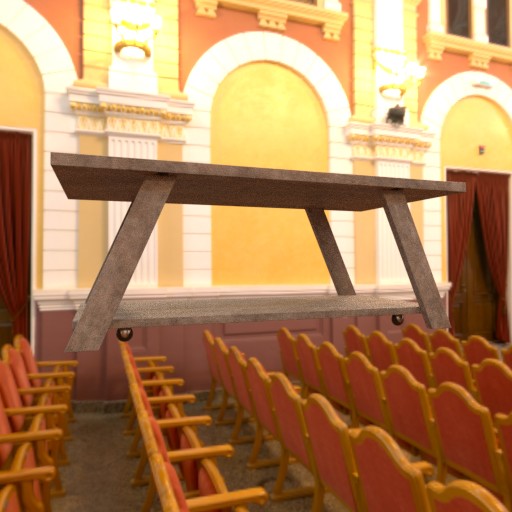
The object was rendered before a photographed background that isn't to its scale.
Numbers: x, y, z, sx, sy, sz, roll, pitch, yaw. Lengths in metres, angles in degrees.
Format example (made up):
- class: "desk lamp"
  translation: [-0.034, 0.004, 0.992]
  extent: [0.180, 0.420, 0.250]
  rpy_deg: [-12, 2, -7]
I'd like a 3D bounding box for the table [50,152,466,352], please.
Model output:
- class: "table"
  translation: [0.000, 0.000, 1.508]
  extent: [1.219, 0.470, 0.610]
  rpy_deg: [0, -1, -19]
